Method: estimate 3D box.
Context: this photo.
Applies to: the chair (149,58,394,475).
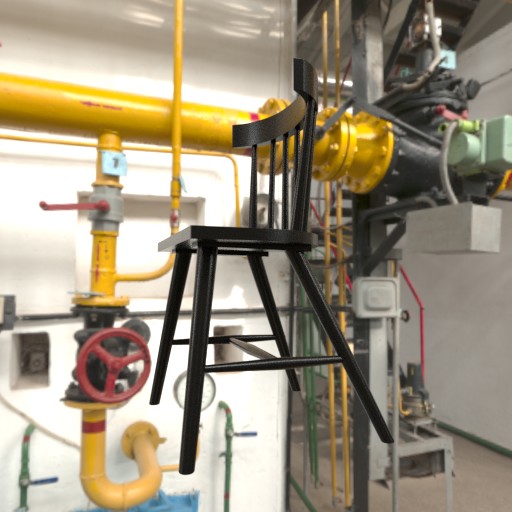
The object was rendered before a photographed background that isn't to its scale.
[{"bbox_3d":[0.000,0.000,1.157,0.483,0.844,0.506,1,-3,-20],"label":"chair"}]
